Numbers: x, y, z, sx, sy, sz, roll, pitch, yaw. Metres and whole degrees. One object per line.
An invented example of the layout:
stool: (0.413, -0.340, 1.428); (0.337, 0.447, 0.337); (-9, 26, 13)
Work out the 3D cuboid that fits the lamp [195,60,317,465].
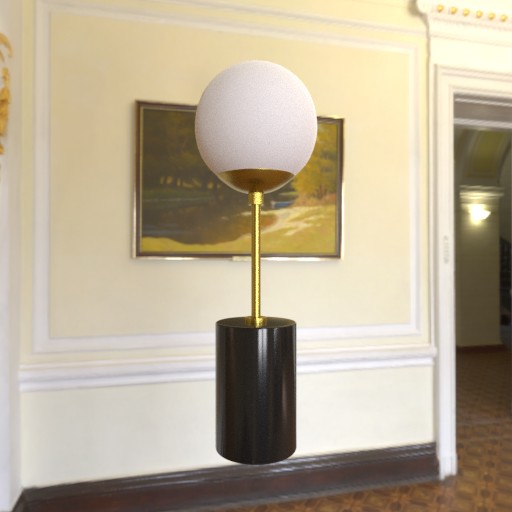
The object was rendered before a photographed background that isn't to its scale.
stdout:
lamp: (0.000, 0.000, 0.560); (0.153, 0.480, 0.153); (0, 0, 0)
